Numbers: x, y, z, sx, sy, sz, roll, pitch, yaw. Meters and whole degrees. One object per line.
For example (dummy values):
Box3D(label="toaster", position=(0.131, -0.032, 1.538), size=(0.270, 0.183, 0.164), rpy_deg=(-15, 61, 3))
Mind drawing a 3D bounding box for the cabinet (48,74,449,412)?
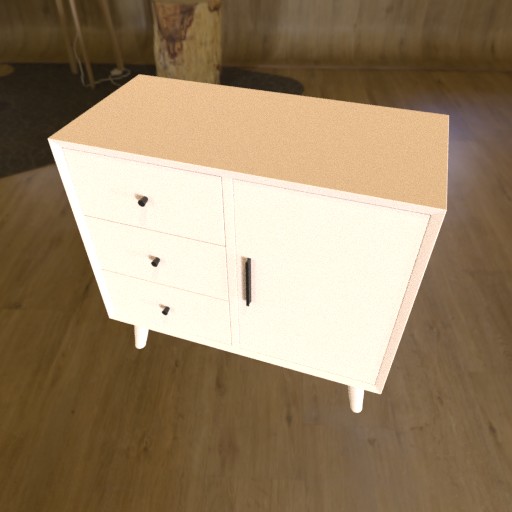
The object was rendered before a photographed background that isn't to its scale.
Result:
Box3D(label="cabinet", position=(0.000, 0.000, 1.226), size=(0.800, 0.761, 0.398), rpy_deg=(13, 44, 14))
